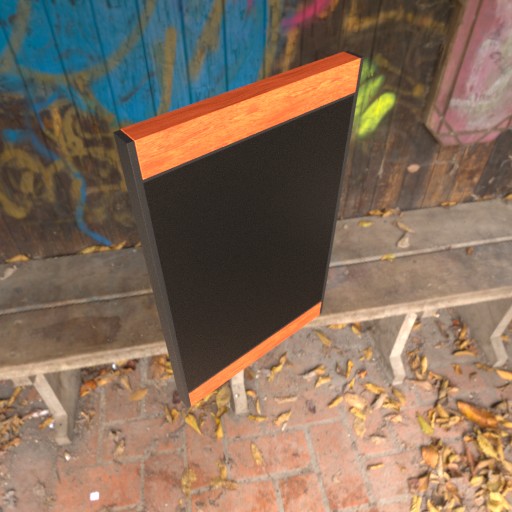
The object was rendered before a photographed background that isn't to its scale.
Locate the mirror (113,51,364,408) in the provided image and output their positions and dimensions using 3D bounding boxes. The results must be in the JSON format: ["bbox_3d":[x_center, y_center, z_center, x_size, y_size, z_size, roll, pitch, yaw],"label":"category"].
[{"bbox_3d":[0.000,0.000,1.067,0.525,0.823,0.047,-30,52,-27],"label":"mirror"}]
